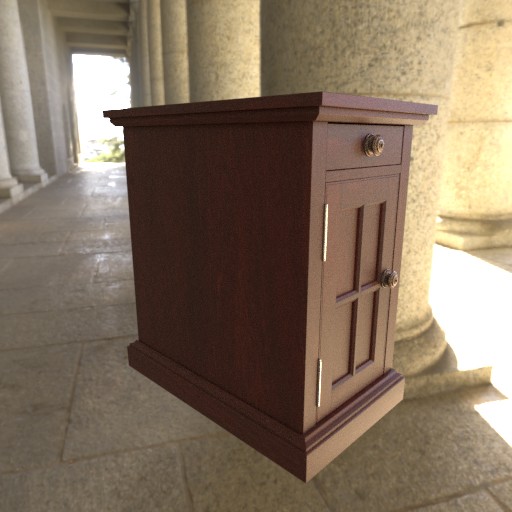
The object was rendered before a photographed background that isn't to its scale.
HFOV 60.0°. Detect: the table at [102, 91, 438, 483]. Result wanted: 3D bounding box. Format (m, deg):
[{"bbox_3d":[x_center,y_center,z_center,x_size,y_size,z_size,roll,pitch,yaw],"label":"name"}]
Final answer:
[{"bbox_3d":[0.000,0.000,0.964,0.584,0.612,0.356,14,21,42],"label":"table"}]
